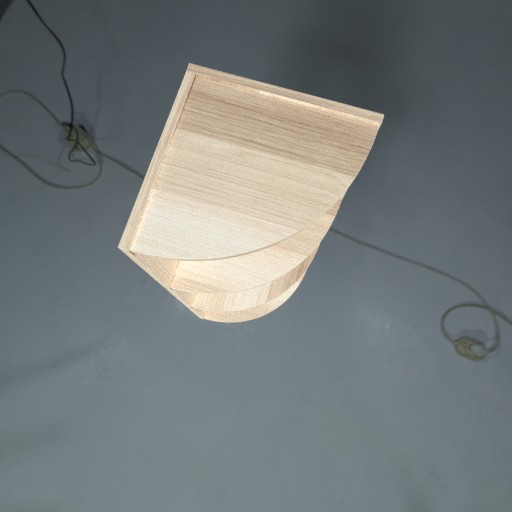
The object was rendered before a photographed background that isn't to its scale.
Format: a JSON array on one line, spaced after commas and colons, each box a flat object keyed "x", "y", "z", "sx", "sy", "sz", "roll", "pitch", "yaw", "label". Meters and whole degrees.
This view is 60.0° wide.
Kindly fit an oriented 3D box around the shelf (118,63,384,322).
[{"x": 0.000, "y": 0.000, "z": 1.024, "sx": 0.290, "sy": 0.872, "sz": 0.290, "roll": 16, "pitch": 77, "yaw": 4, "label": "shelf"}]
